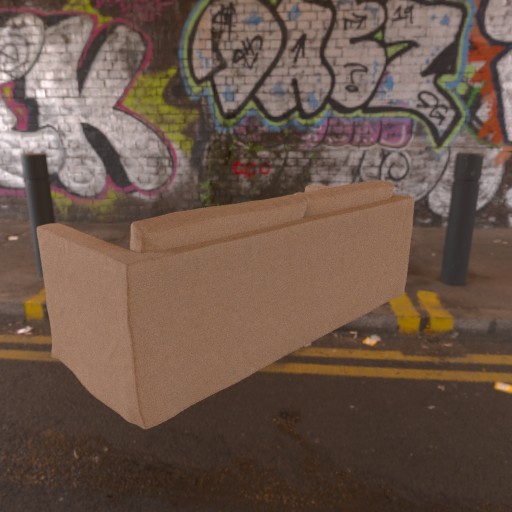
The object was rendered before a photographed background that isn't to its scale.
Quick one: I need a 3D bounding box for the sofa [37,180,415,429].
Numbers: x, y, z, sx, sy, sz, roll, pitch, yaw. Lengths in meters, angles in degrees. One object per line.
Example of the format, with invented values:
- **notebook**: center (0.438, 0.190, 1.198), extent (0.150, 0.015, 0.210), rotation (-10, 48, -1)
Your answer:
- **sofa**: center (0.000, 0.000, 2.769), extent (2.296, 0.847, 0.956), rotation (-16, 23, -42)
